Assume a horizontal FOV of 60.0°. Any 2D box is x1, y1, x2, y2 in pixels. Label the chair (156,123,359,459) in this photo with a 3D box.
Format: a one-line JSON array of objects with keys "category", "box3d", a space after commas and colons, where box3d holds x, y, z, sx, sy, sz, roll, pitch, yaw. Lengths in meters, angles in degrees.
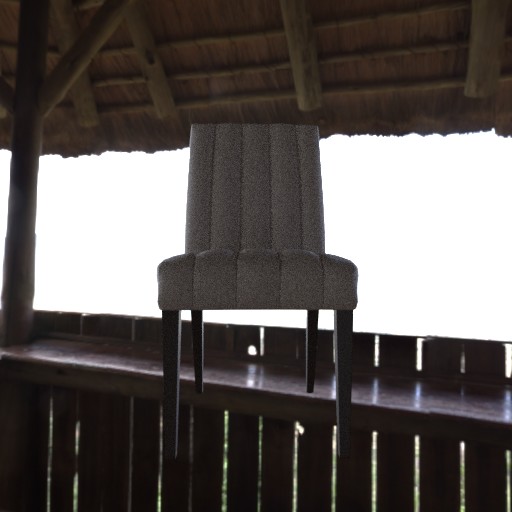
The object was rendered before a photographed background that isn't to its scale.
[{"category": "chair", "box3d": [0.000, 0.000, 1.386, 0.511, 1.016, 0.647, 0, -1, -1]}]
